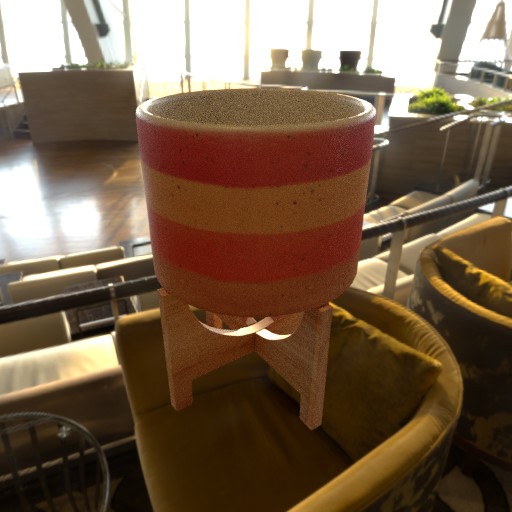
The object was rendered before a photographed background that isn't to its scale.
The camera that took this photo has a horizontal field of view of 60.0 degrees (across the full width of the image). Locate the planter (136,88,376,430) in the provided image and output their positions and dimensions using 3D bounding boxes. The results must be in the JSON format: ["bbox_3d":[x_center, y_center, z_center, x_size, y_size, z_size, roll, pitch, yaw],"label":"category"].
[{"bbox_3d":[0.000,0.000,0.573,0.269,0.379,0.269,0,28,0],"label":"planter"}]
